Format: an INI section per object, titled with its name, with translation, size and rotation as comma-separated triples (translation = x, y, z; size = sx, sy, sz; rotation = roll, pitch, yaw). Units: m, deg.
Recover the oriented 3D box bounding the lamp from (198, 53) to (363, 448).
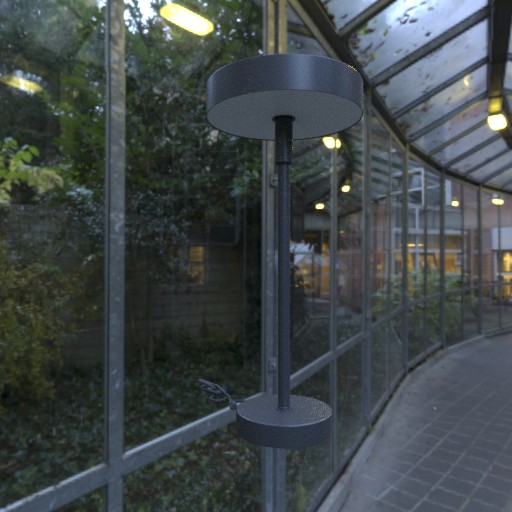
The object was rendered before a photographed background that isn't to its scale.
[lamp]
translation = 0.000, 0.000, 0.710
size = 0.229, 0.508, 0.369
rotation = 1, -1, -36
